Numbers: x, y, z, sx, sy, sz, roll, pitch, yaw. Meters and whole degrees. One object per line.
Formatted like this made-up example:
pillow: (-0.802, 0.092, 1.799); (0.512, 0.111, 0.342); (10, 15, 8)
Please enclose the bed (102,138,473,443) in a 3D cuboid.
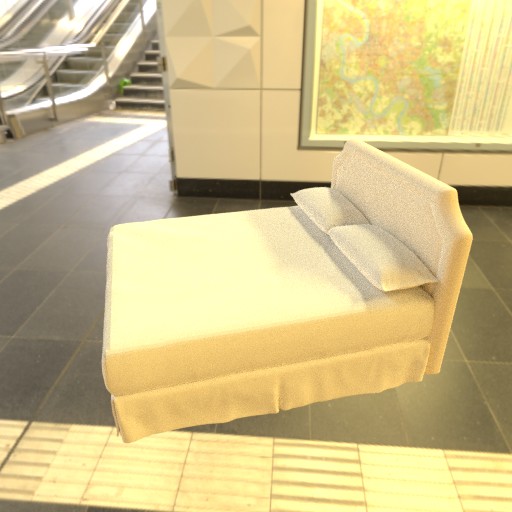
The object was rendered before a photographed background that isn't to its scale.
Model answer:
bed: (0.000, 0.000, 3.830); (2.548, 1.524, 2.134); (-7, 29, -13)
